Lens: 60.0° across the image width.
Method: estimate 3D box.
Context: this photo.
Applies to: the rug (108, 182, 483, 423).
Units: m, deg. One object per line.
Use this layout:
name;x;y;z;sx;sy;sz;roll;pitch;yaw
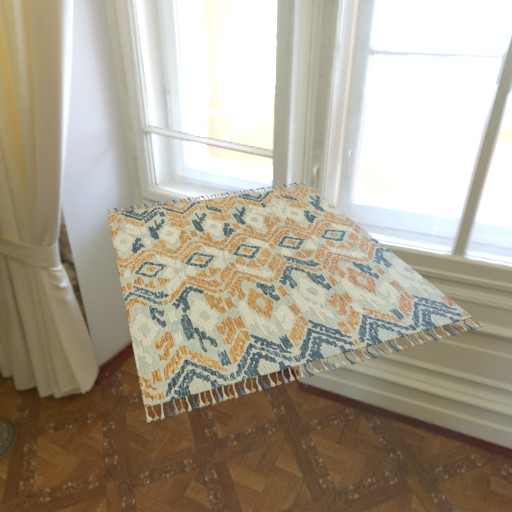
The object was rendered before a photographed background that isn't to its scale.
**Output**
rug;0.000;0.000;4.106;2.439;0.010;3.048;-11;33;-17
